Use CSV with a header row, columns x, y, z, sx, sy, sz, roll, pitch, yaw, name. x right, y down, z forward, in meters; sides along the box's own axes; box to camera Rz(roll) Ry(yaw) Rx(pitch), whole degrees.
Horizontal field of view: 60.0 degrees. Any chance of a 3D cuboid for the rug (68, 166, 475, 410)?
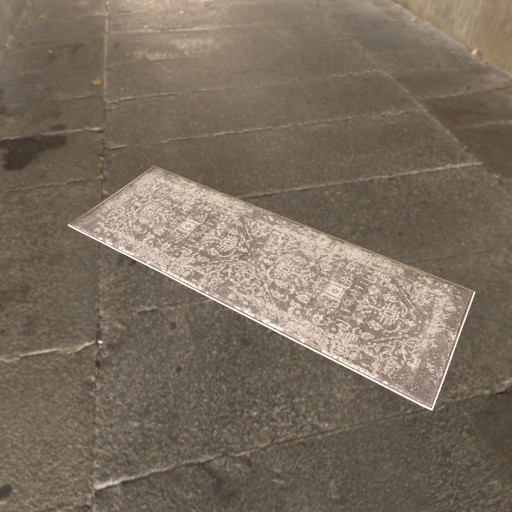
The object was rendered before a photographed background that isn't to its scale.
x,y,z,sx,sy,sz,roll,pitch,yaw,name
0.000,0.000,2.759,2.452,0.017,0.855,24,49,22,rug
